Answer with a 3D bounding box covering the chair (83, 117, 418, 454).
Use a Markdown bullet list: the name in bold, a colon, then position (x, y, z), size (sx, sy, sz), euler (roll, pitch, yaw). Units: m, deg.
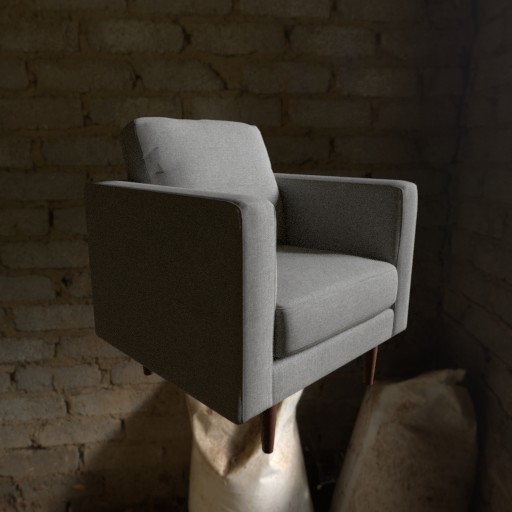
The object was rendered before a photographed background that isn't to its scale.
- **chair**: position (0.000, 0.000, 1.528), size (0.855, 0.927, 0.800), euler (-13, 18, -43)
